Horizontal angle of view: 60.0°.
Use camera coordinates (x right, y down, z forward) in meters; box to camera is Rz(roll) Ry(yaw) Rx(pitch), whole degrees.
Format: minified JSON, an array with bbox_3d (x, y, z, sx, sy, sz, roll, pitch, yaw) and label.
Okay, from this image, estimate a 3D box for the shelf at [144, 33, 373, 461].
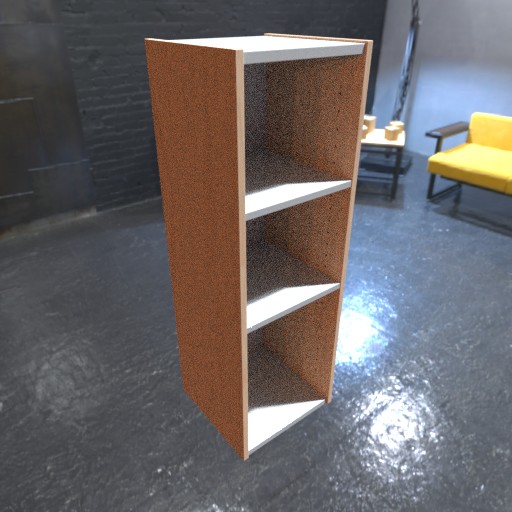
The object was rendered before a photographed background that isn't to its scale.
[{"bbox_3d":[0.000,0.000,1.024,0.300,0.900,0.290,-21,36,-32],"label":"shelf"}]
